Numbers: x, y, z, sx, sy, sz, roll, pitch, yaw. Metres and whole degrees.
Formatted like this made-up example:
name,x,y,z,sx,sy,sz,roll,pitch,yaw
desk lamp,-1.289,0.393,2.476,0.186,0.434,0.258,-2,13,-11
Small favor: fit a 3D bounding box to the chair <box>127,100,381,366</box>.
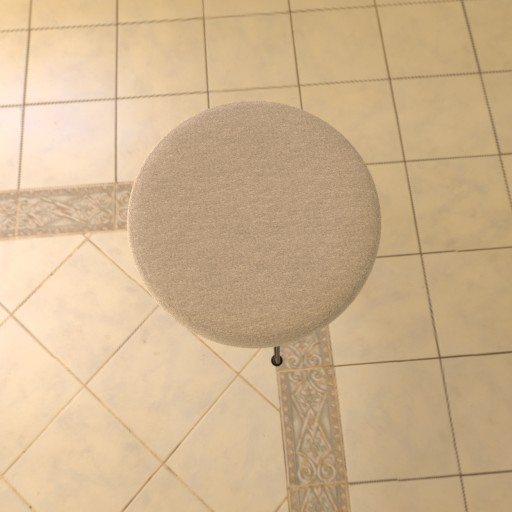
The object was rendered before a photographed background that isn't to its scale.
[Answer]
name,x,y,z,sx,sy,sz,roll,pitch,yaw
chair,0.000,0.000,0.706,0.350,0.440,0.350,-14,76,-3
